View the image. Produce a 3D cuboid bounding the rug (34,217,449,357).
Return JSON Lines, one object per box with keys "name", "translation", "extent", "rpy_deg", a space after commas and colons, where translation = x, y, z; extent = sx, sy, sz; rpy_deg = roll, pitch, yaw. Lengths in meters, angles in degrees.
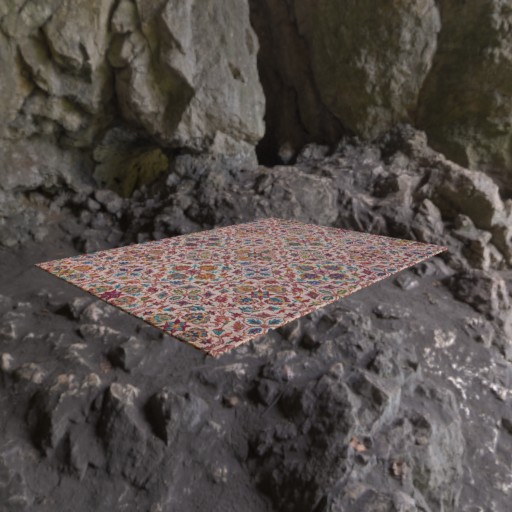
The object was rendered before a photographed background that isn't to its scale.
{"name": "rug", "translation": [0.000, 0.000, 4.271], "extent": [2.446, 0.020, 3.215], "rpy_deg": [14, 21, 42]}
